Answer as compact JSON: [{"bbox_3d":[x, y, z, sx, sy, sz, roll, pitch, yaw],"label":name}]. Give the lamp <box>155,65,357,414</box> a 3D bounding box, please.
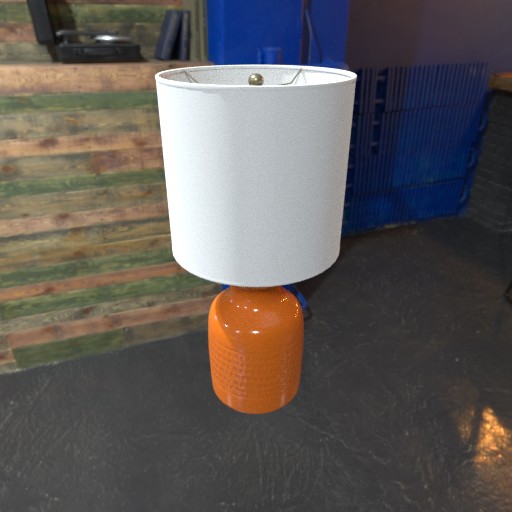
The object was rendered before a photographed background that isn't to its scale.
[{"bbox_3d":[0.000,0.000,1.139,0.418,0.871,0.418,-9,29,-16],"label":"lamp"}]
